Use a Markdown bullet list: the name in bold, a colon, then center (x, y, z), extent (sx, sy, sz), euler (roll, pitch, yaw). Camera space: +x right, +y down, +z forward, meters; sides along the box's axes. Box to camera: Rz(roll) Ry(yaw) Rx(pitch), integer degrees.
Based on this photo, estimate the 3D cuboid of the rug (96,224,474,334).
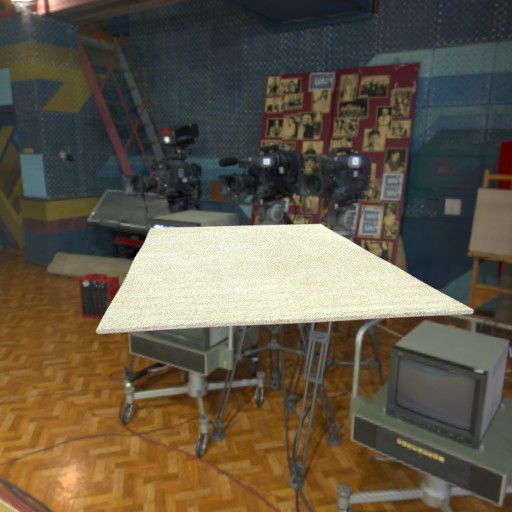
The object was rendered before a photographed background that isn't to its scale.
- **rug**: center (0.000, 0.000, 3.375), extent (1.800, 0.025, 2.699), euler (-2, 13, -8)
